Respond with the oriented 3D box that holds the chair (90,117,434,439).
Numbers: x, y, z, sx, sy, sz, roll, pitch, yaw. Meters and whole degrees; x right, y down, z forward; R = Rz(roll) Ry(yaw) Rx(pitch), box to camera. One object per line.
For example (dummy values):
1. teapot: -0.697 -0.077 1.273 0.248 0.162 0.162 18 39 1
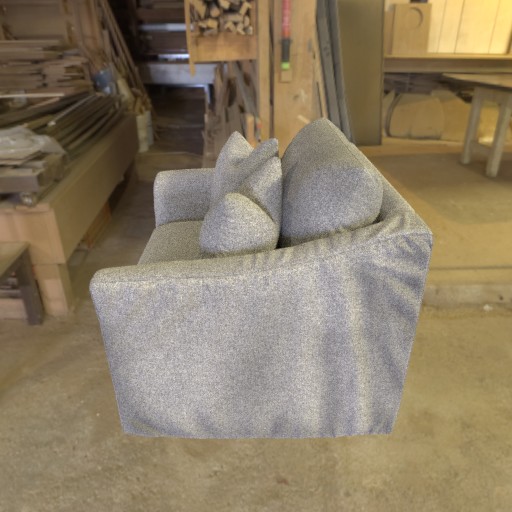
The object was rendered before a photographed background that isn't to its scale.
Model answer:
1. chair: 0.000 0.000 1.980 1.071 1.059 1.194 0 27 -1
